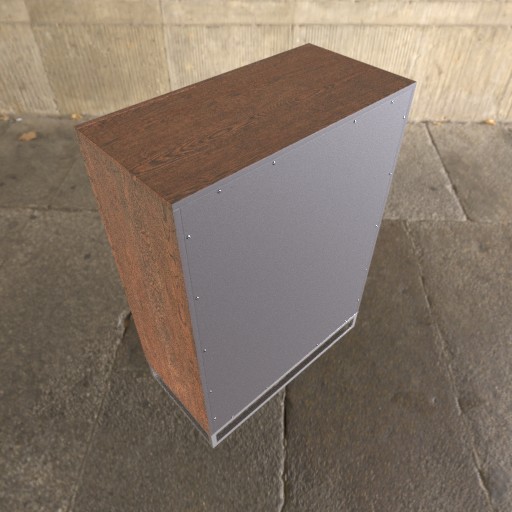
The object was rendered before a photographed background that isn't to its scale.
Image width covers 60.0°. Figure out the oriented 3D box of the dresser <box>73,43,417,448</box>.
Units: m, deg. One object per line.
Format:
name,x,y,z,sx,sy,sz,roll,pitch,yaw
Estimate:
dresser,0.000,0.000,1.808,0.965,1.321,0.508,-33,53,-29
